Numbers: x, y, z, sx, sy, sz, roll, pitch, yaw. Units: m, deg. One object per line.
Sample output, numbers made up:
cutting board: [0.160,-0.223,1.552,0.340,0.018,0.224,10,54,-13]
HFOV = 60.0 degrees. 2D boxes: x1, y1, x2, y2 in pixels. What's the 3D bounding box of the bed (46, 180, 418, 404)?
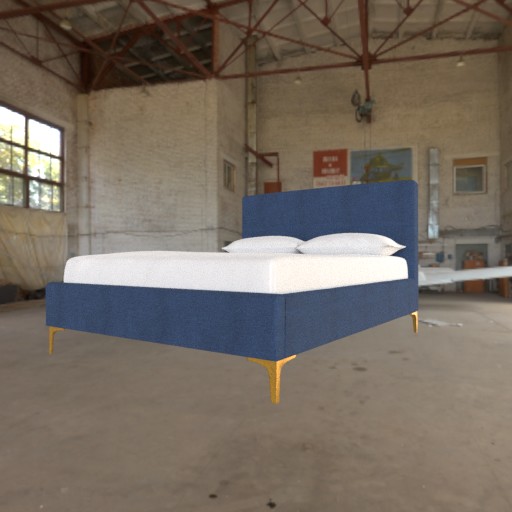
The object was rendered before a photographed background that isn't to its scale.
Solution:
bed: [0.000,0.000,3.177,1.723,1.231,2.172,0,0,35]
